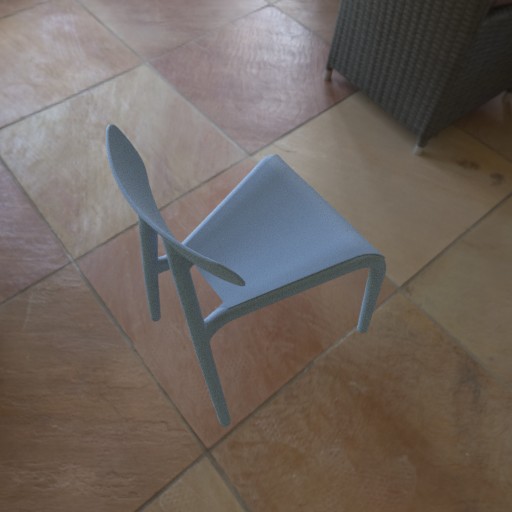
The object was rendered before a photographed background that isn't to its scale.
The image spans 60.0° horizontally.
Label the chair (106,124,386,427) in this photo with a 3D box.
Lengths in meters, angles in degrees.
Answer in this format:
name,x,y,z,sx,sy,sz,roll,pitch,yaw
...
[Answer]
name,x,y,z,sx,sy,sz,roll,pitch,yaw
chair,0.000,0.000,0.812,0.401,0.580,0.356,-32,63,-18
